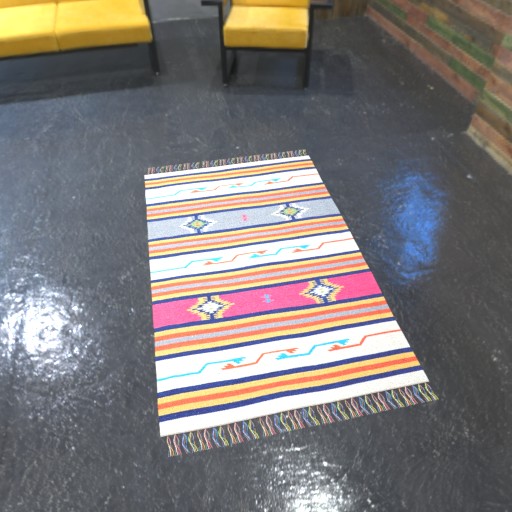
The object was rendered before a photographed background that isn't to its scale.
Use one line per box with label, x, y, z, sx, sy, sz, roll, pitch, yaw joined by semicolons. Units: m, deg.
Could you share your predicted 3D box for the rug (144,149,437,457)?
rug;0.000;0.000;2.290;1.084;0.013;1.849;-9;46;-8
